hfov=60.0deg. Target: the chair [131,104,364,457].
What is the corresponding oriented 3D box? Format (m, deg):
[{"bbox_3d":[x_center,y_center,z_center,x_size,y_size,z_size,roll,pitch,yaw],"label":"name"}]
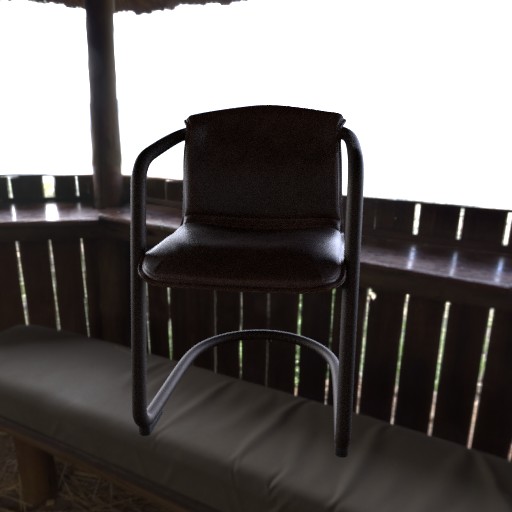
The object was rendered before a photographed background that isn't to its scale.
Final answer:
[{"bbox_3d":[0.000,0.000,1.246,0.536,0.836,0.664,2,16,9],"label":"chair"}]
